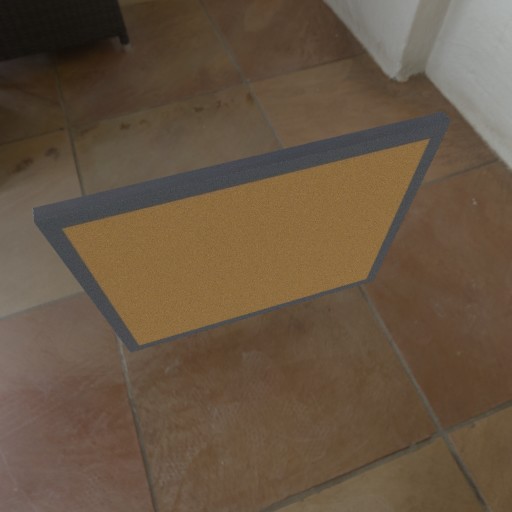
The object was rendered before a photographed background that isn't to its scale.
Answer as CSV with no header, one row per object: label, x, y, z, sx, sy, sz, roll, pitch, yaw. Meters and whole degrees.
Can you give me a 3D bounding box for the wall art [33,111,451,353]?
wall art,0.000,0.000,0.915,0.660,0.558,0.026,-15,60,-9
